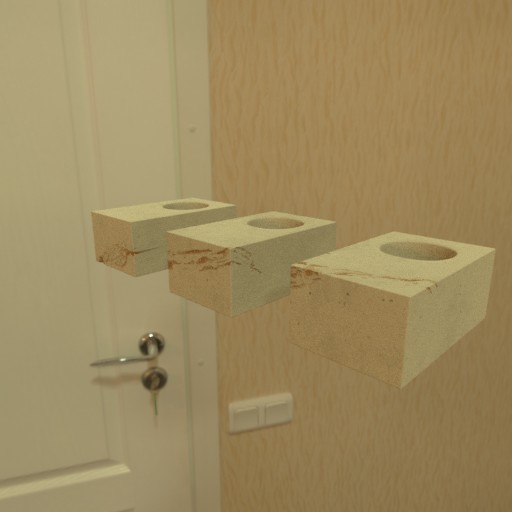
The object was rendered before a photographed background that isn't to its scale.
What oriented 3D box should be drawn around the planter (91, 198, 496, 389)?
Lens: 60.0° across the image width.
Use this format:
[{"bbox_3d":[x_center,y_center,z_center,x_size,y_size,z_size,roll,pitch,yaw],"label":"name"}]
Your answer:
[{"bbox_3d":[0.000,0.000,0.377,0.333,0.051,0.127,15,22,42],"label":"planter"}]
